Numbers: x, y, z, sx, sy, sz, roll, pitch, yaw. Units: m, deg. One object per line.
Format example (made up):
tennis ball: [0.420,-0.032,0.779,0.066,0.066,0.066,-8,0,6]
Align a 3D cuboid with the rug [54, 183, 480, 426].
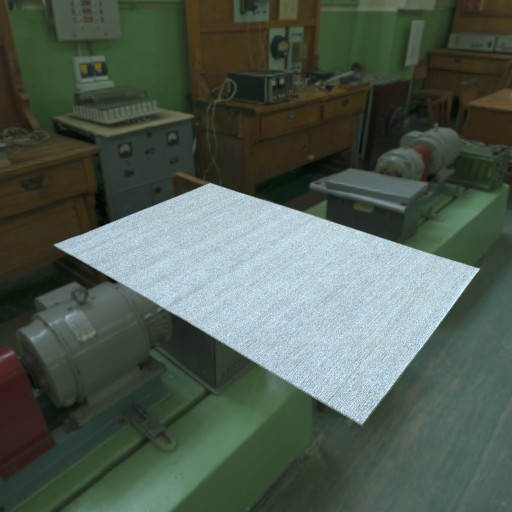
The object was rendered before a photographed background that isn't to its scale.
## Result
rug: [0.000,0.000,2.232,1.820,0.022,1.179,22,37,34]
